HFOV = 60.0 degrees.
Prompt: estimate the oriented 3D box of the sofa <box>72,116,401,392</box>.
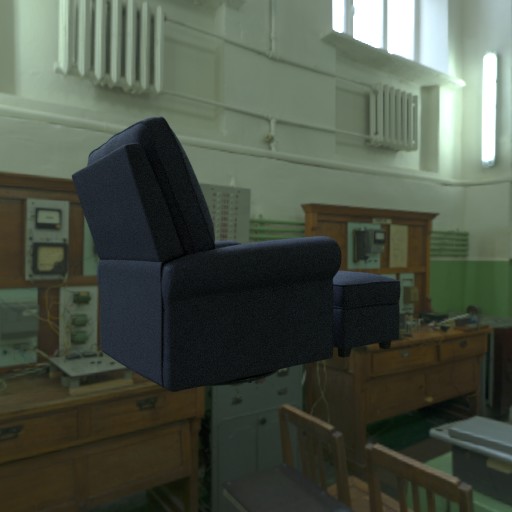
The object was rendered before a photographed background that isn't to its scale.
[{"bbox_3d":[0.000,0.000,2.071,1.478,0.959,0.880,0,0,-36],"label":"sofa"}]
